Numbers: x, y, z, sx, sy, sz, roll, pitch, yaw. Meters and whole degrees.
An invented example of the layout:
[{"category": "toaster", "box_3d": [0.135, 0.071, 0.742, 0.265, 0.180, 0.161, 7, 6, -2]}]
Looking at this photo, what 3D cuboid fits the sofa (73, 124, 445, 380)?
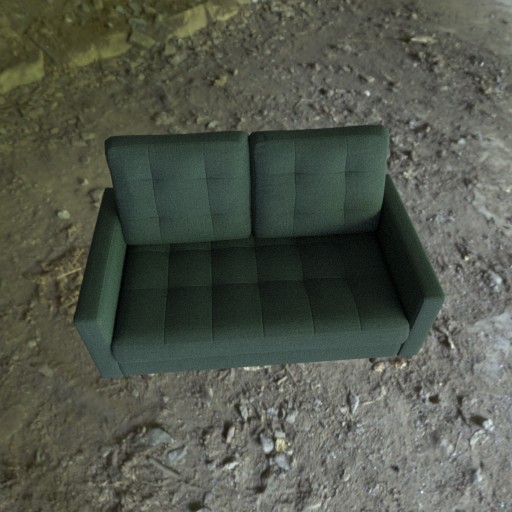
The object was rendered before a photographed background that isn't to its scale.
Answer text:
[{"category": "sofa", "box_3d": [0.000, 0.000, 1.986, 1.407, 0.907, 0.842, -3, 48, -3]}]
